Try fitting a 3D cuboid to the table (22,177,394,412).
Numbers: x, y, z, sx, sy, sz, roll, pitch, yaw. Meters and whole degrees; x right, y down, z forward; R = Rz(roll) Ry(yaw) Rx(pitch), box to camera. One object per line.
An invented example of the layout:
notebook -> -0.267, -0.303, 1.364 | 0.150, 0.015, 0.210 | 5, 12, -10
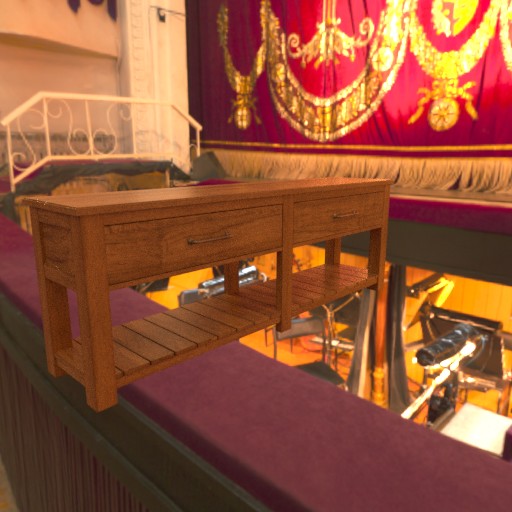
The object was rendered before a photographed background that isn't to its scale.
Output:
table -> 0.000, 0.000, 2.046 | 0.425, 0.635, 1.815 | 12, 18, 43
